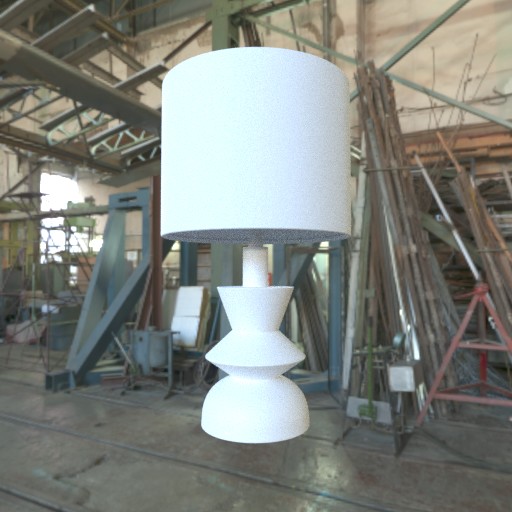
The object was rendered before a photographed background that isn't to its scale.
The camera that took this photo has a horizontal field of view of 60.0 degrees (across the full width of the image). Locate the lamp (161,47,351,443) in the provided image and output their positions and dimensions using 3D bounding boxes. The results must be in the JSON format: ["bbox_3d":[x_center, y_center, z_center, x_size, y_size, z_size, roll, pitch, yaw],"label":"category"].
[{"bbox_3d":[0.000,0.000,0.715,0.301,0.533,0.301,1,-2,-17],"label":"lamp"}]
